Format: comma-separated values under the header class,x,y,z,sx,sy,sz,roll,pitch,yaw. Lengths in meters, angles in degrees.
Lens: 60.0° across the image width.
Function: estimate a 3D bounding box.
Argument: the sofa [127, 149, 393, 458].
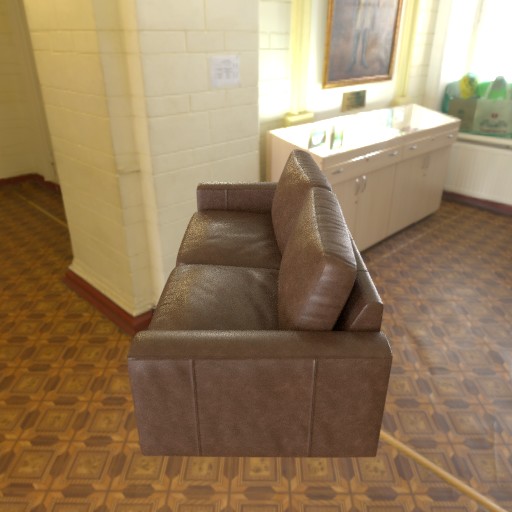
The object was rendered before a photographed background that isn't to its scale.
class,x,y,z,sx,sy,sz,roll,pitch,yaw
sofa,0.000,0.000,2.633,1.016,0.873,2.179,0,26,0
